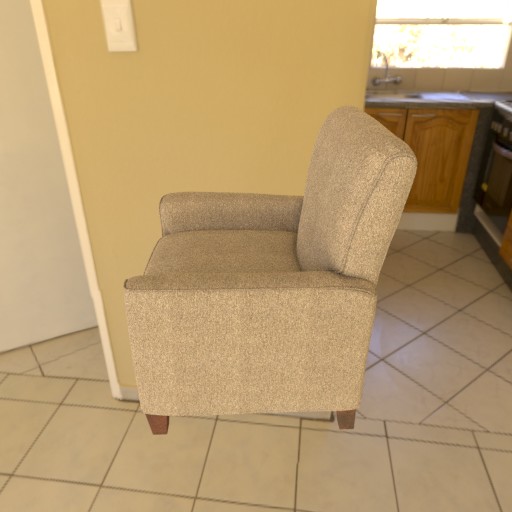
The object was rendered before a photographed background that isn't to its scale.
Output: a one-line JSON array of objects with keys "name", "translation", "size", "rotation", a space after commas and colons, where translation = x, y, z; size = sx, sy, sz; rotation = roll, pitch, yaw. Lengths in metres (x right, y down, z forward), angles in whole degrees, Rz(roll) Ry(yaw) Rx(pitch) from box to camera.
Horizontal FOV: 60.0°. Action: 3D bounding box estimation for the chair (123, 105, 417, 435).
[{"name": "chair", "translation": [0.000, 0.000, 1.675], "size": [0.858, 1.028, 0.841], "rotation": [-1, 28, -2]}]
